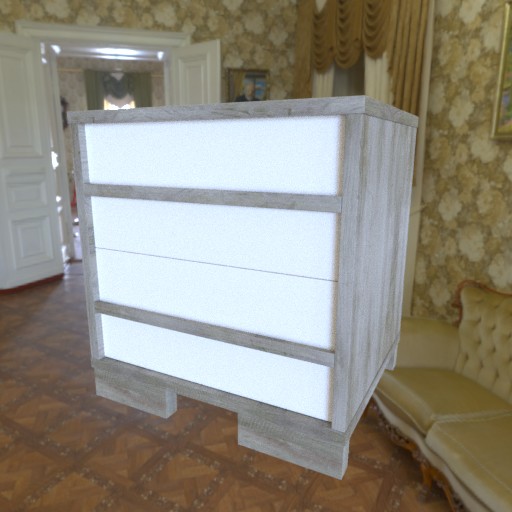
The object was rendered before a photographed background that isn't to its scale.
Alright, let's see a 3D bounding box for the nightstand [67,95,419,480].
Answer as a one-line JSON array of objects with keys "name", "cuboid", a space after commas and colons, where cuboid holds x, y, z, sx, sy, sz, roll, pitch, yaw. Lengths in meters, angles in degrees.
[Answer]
[{"name": "nightstand", "cuboid": [0.000, 0.000, 0.735, 0.427, 0.448, 0.347, 7, 15, 27]}]
